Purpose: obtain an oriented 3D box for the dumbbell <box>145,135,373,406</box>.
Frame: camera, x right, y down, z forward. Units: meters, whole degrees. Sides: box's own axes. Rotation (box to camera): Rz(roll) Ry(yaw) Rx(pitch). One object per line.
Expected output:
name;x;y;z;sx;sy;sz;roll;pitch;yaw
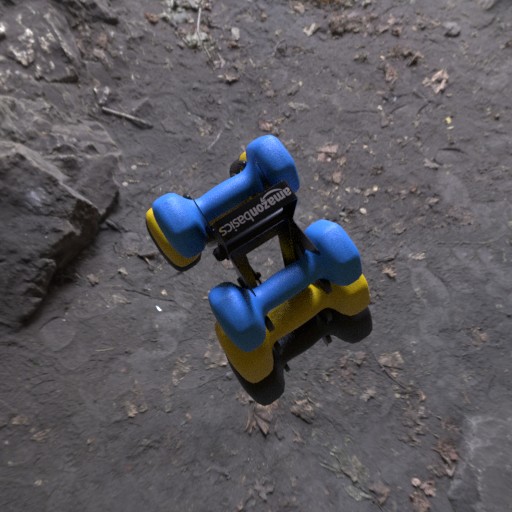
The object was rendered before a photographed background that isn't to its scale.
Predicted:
dumbbell;0.000;0.000;0.677;0.255;0.426;0.409;-32;79;-7
